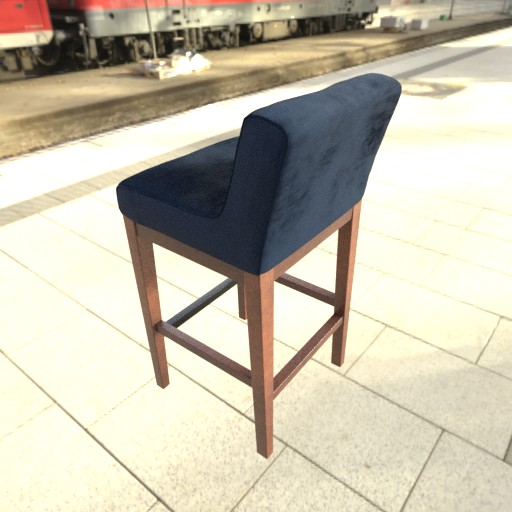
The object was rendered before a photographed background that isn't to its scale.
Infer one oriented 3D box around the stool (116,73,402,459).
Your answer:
[{"bbox_3d":[0.000,0.000,1.243,0.516,0.945,0.511,21,38,31],"label":"stool"}]
